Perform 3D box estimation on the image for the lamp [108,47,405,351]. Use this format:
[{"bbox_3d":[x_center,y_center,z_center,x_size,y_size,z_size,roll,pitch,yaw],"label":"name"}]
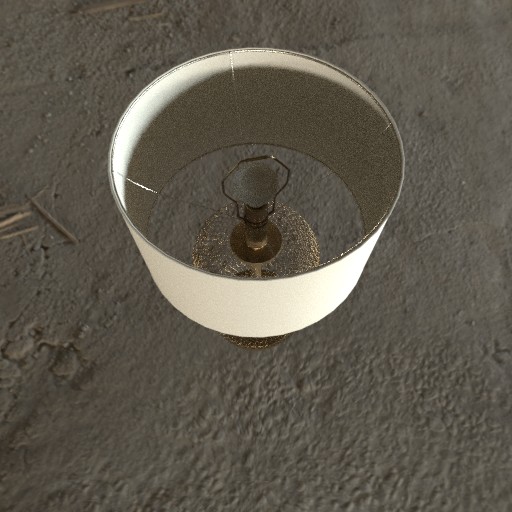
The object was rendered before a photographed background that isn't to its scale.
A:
[{"bbox_3d":[0.000,0.000,0.788,0.353,0.578,0.353,0,63,0],"label":"lamp"}]
